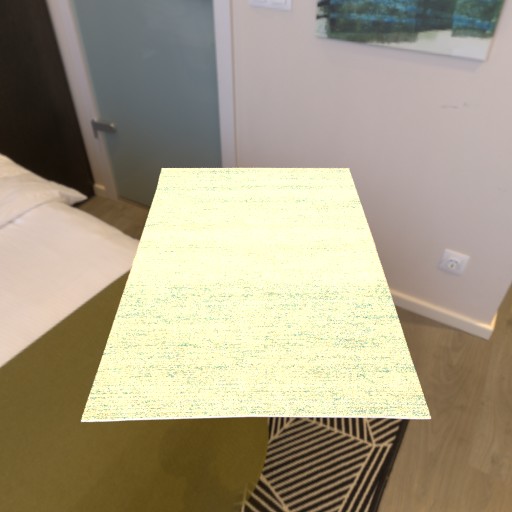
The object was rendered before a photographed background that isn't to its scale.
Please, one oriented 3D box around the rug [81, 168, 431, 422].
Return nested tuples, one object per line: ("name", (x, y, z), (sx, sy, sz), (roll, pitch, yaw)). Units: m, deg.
("rug", (0.000, 0.000, 2.881), (1.593, 0.029, 2.305), (0, 40, 0))
